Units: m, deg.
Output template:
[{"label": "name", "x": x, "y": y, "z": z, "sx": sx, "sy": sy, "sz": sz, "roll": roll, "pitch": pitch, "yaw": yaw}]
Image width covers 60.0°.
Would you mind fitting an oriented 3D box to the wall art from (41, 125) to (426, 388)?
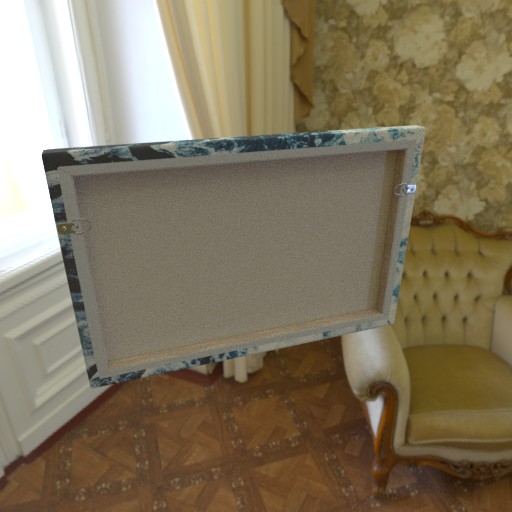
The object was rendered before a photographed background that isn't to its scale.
[{"label": "wall art", "x": 0.000, "y": 0.000, "z": 1.158, "sx": 0.915, "sy": 0.610, "sz": 0.042, "roll": -8, "pitch": 27, "yaw": -17}]
